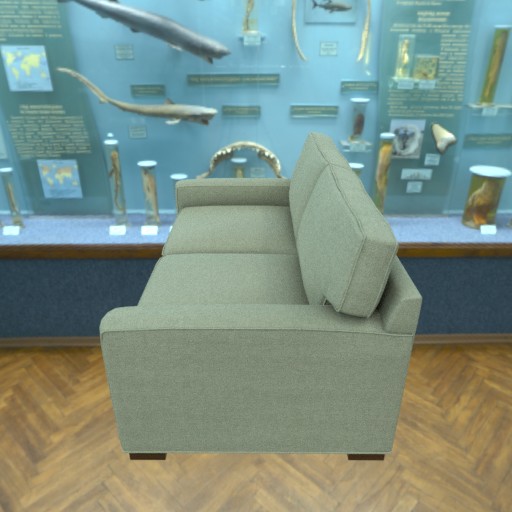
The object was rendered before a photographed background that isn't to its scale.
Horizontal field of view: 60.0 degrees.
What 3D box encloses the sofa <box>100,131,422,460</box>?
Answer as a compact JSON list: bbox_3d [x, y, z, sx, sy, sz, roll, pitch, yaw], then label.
[{"bbox_3d":[0.000,0.000,1.999,0.940,0.853,1.484,0,27,0],"label":"sofa"}]
